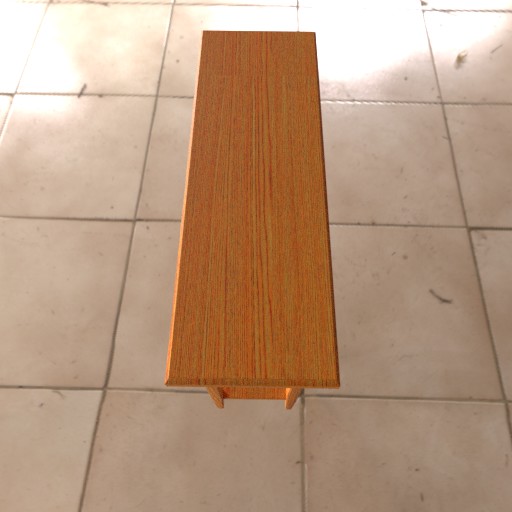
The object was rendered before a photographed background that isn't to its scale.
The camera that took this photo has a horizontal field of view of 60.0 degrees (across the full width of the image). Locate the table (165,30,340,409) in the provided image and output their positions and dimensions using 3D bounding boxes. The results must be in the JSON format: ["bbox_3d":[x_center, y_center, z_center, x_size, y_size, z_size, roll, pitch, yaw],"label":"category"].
[{"bbox_3d":[0.000,0.000,1.121,0.254,0.711,0.762,1,64,0],"label":"table"}]
